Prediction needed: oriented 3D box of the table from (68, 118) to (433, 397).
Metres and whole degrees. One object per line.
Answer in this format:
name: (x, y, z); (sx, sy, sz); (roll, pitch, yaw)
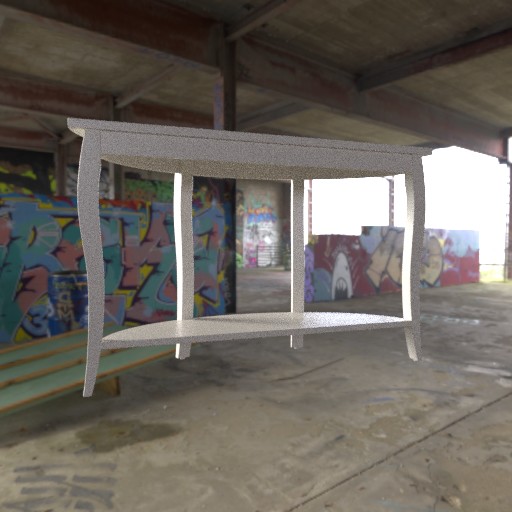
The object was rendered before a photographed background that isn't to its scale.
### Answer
table: (0.000, 0.000, 1.604); (1.219, 0.780, 0.394); (-1, 2, -19)
